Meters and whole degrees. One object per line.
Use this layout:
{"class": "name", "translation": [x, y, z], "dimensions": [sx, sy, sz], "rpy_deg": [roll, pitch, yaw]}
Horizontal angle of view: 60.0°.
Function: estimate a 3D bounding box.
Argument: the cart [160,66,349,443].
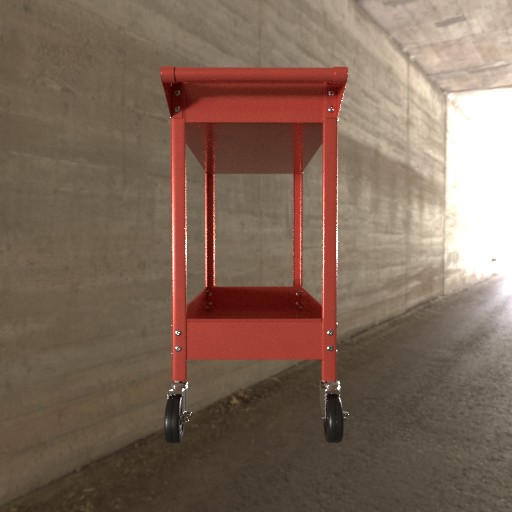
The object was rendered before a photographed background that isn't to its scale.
{"class": "cart", "translation": [0.000, 0.000, 1.180], "dimensions": [0.366, 0.719, 0.779], "rpy_deg": [0, 2, 0]}
